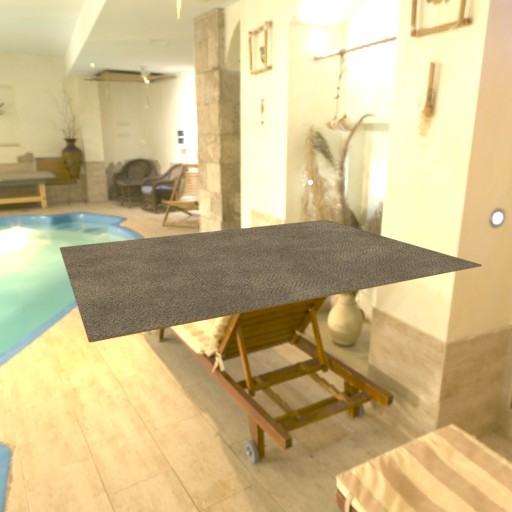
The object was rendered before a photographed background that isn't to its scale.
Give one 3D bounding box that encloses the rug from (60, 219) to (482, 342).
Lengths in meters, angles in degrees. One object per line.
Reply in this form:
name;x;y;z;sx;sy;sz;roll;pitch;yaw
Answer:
rug;0.000;0.000;2.861;2.235;0.008;1.600;-8;17;-26
